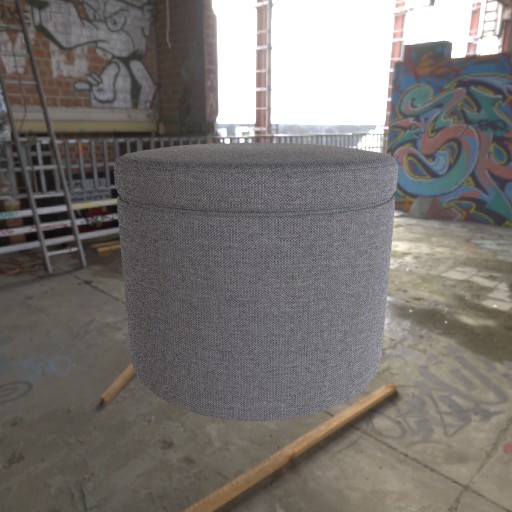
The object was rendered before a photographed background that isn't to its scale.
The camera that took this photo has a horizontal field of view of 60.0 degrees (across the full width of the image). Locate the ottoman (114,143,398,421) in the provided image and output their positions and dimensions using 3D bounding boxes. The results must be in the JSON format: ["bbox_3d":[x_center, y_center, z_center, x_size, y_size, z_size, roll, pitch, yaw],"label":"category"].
[{"bbox_3d":[0.000,0.000,0.863,0.500,0.419,0.500,0,17,0],"label":"ottoman"}]
